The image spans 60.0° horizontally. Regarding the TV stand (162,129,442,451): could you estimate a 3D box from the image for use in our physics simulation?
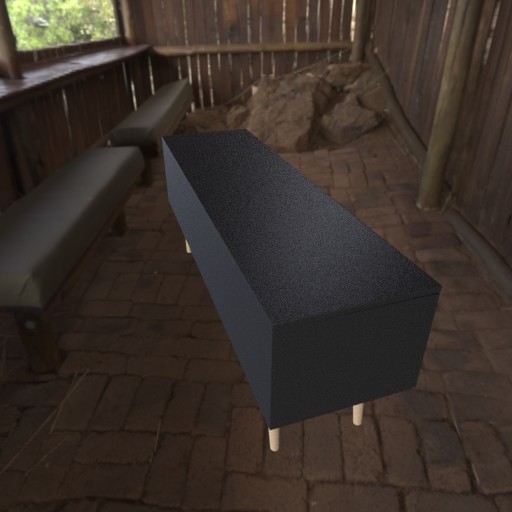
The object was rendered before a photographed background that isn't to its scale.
[{"bbox_3d":[0.000,0.000,1.524,0.390,0.518,1.312,-10,32,-16],"label":"TV stand"}]
